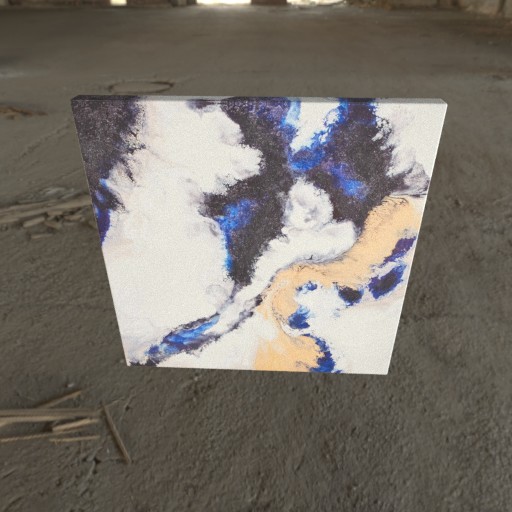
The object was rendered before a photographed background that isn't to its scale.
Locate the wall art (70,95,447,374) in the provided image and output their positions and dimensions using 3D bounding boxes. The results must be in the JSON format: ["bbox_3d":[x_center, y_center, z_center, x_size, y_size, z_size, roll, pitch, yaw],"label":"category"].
[{"bbox_3d":[0.000,0.000,0.889,0.609,0.609,0.039,1,32,2],"label":"wall art"}]
